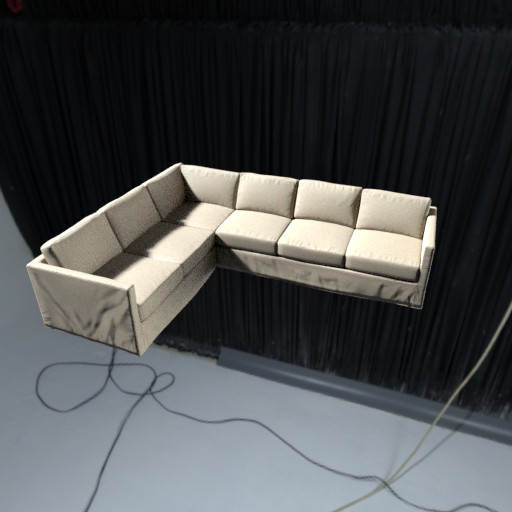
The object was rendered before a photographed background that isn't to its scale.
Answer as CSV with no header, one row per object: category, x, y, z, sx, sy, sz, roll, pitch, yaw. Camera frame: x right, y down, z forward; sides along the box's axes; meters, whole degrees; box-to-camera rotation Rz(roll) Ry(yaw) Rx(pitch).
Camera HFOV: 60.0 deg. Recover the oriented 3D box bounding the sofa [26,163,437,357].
sofa,0.000,0.000,4.286,3.182,0.871,2.432,11,32,18
